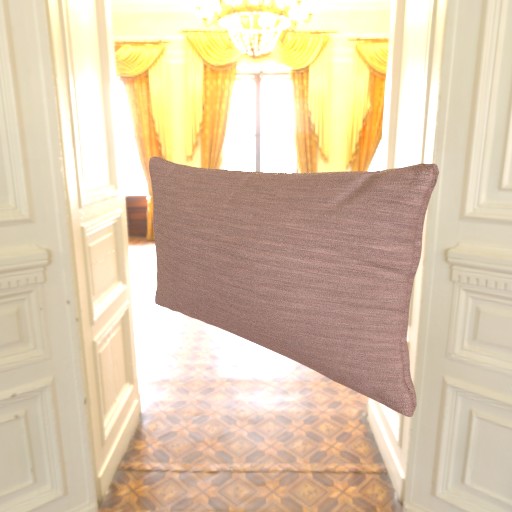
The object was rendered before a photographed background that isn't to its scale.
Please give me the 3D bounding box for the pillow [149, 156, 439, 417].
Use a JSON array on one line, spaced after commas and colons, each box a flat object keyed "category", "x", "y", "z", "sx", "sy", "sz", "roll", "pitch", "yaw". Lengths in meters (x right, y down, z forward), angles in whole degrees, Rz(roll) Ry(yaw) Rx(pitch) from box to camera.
[{"category": "pillow", "x": 0.000, "y": 0.000, "z": 0.788, "sx": 0.210, "sy": 0.338, "sz": 0.633, "roll": -13, "pitch": 19, "yaw": -43}]
